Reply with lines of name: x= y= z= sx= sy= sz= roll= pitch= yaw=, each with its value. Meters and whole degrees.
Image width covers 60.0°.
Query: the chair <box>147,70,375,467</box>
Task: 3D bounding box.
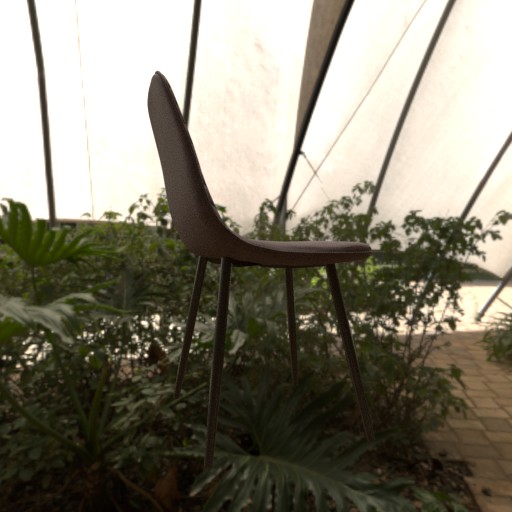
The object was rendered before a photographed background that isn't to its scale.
chair: x=0.000 y=0.000 z=1.209 sx=0.561 sy=0.889 sz=0.472 roll=0 pitch=1 yaw=-19
